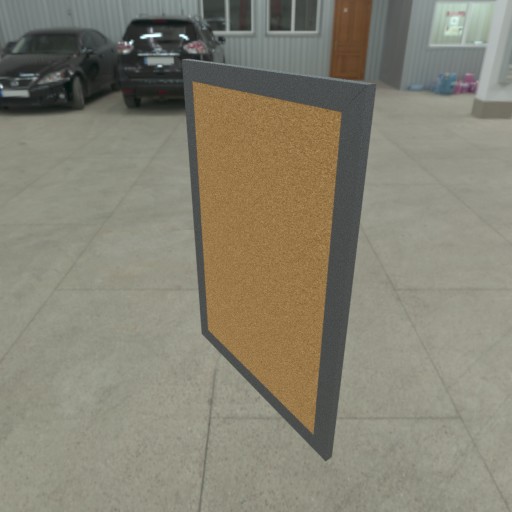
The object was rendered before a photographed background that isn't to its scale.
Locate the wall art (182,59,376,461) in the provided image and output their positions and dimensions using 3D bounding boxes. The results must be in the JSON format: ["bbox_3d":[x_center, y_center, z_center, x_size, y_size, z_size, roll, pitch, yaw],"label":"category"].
[{"bbox_3d":[0.000,0.000,0.682,0.013,0.534,0.380,-18,33,-31],"label":"wall art"}]
